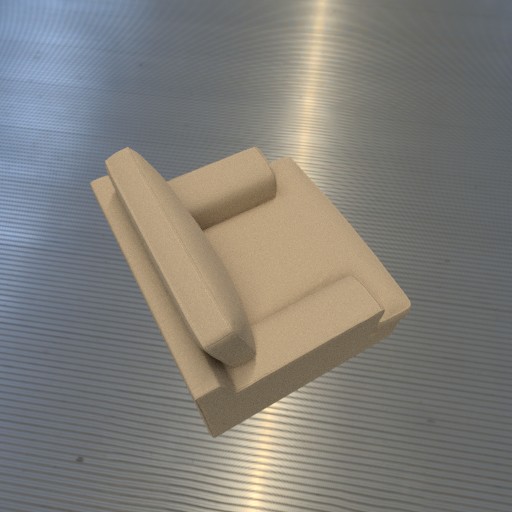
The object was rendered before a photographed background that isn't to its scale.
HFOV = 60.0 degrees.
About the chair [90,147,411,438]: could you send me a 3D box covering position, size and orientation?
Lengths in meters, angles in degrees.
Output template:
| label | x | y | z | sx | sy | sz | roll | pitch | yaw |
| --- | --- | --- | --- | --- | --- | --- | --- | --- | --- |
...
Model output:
| label | x | y | z | sx | sy | sz | roll | pitch | yaw |
| --- | --- | --- | --- | --- | --- | --- | --- | --- | --- |
| chair | 0.000 | 0.000 | 2.192 | 1.274 | 1.005 | 1.293 | -33 | 63 | -19 |
